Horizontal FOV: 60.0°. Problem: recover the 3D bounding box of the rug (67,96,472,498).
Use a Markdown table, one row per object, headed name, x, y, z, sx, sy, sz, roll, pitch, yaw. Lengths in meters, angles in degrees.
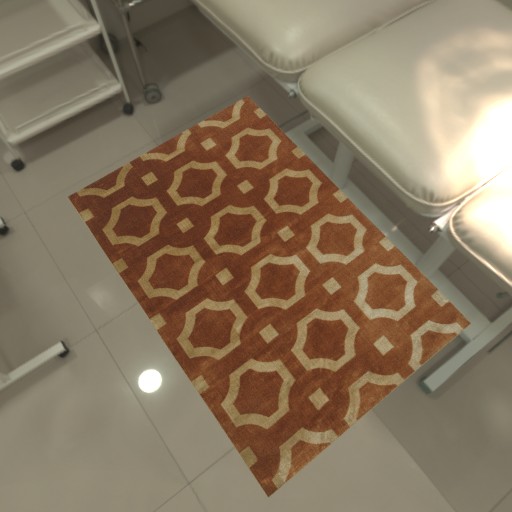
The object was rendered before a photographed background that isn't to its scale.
| name | x | y | z | sx | sy | sz | roll | pitch | yaw |
| --- | --- | --- | --- | --- | --- | --- | --- | --- | --- |
| rug | 0.000 | 0.000 | 2.871 | 1.555 | 0.016 | 2.286 | -34 | 69 | -15 |
